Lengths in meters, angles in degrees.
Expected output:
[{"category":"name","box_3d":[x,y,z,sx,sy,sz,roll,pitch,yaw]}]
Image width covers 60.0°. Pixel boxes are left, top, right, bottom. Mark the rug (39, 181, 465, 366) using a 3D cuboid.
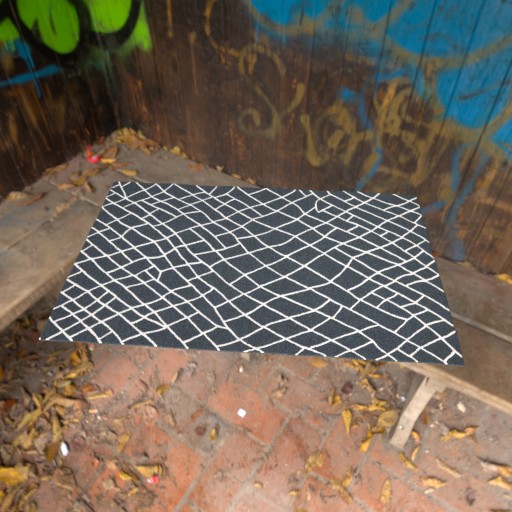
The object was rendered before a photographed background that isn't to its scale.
[{"category":"rug","box_3d":[0.000,0.000,3.057,2.448,0.017,1.529,3,46,3]}]
